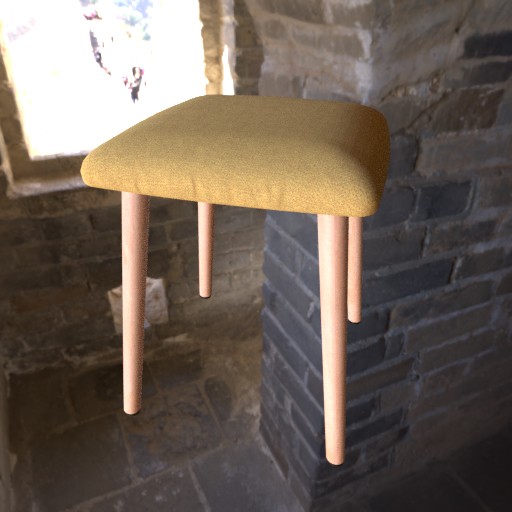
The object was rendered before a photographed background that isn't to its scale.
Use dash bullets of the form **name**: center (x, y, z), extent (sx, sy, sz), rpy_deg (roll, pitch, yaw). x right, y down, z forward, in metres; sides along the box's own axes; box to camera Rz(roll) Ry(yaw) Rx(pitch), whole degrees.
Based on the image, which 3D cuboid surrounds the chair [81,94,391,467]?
- **chair**: center (0.000, 0.000, 0.685), extent (0.350, 0.440, 0.350), rpy_deg (8, 32, 13)
